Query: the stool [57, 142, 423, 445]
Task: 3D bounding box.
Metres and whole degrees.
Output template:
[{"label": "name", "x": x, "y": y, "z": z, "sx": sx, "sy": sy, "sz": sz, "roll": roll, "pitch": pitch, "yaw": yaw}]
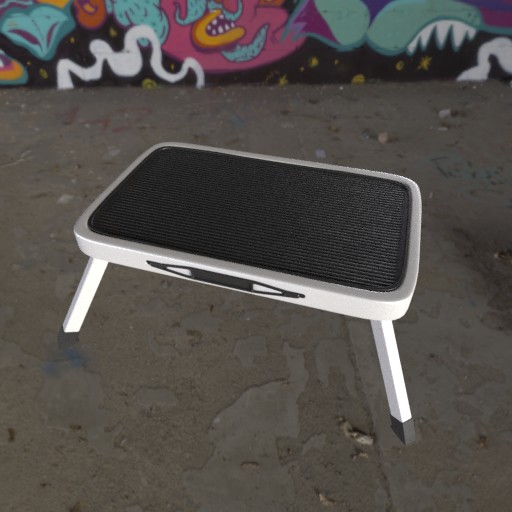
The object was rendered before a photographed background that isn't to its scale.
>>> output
[{"label": "stool", "x": 0.000, "y": 0.000, "z": 0.590, "sx": 0.460, "sy": 0.170, "sz": 0.320, "roll": 11, "pitch": 43, "yaw": 13}]
